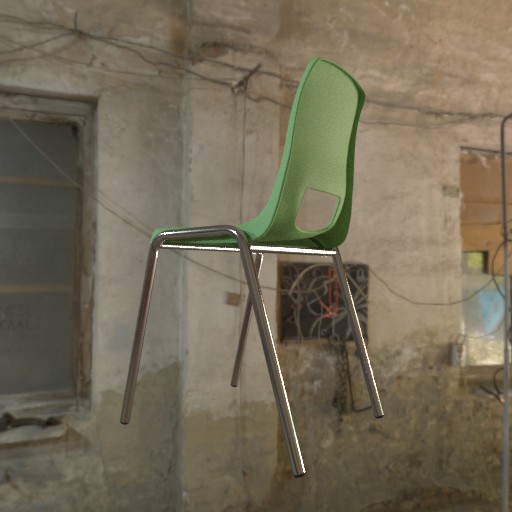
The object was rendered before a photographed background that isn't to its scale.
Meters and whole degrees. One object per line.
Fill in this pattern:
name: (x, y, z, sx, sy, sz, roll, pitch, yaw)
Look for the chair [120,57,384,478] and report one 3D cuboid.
chair: (0.000, 0.000, 0.959, 0.436, 0.704, 0.381, -1, -2, 36)
